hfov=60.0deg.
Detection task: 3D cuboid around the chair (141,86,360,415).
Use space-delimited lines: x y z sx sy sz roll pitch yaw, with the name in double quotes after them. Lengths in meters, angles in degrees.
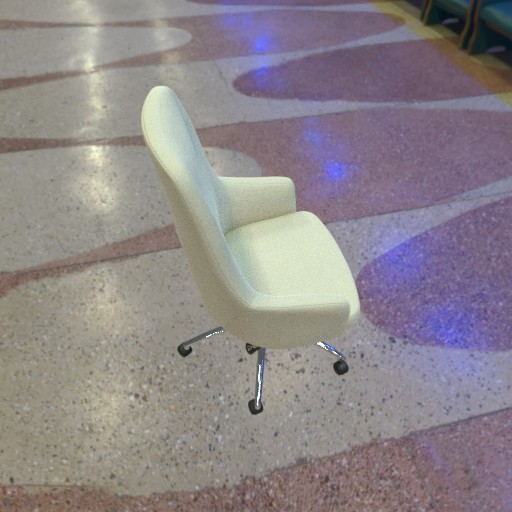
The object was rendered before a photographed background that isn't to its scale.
0.000 0.000 1.451 0.640 1.049 0.620 -10 48 -9 "chair"
